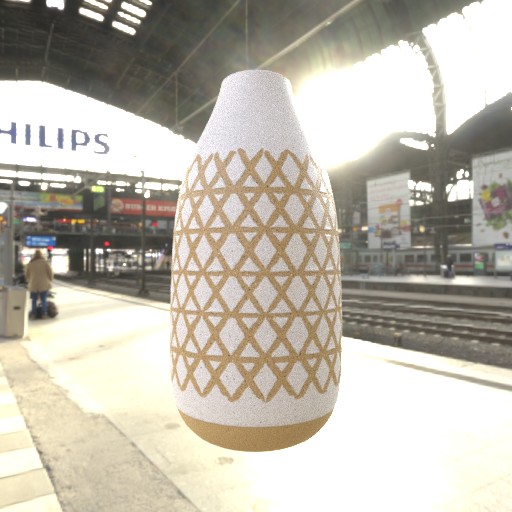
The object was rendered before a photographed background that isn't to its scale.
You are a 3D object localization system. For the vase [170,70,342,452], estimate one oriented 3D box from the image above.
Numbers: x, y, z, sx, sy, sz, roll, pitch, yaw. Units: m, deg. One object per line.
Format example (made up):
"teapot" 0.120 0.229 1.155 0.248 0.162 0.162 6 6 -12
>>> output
"vase" 0.000 0.000 0.487 0.186 0.380 0.186 0 -1 0
